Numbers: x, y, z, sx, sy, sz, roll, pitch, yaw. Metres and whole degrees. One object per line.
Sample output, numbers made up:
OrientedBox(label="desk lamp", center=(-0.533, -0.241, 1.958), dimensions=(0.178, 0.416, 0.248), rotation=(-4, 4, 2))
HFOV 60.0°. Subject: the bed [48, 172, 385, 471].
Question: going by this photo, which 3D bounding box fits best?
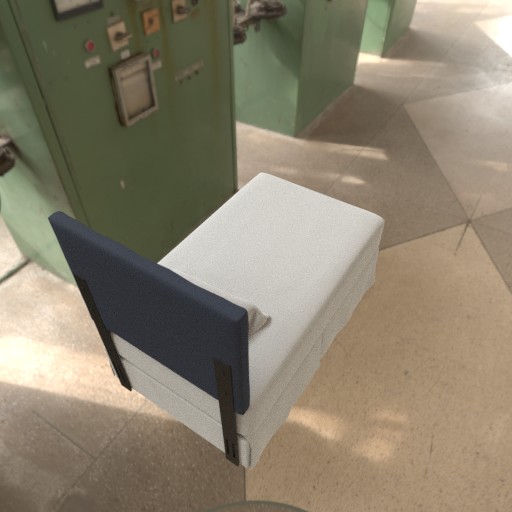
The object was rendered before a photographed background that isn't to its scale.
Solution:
OrientedBox(label="bed", center=(0.000, 0.000, 3.044), dimensions=(1.261, 1.571, 1.997), rotation=(25, 50, 23))
